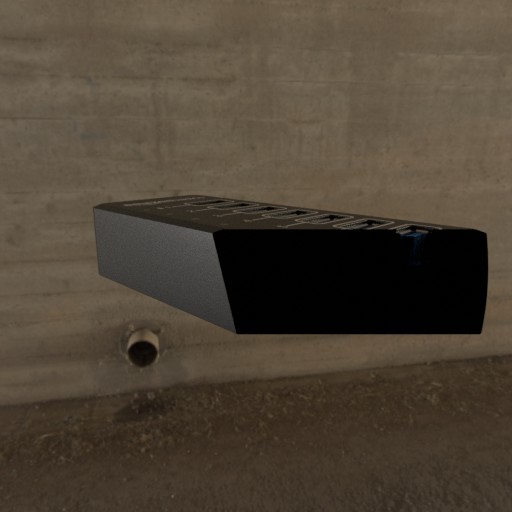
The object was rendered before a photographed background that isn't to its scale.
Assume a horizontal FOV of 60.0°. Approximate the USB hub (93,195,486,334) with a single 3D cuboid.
[{"bbox_3d":[0.000,0.000,0.123,0.110,0.023,0.044,14,19,43],"label":"USB hub"}]
